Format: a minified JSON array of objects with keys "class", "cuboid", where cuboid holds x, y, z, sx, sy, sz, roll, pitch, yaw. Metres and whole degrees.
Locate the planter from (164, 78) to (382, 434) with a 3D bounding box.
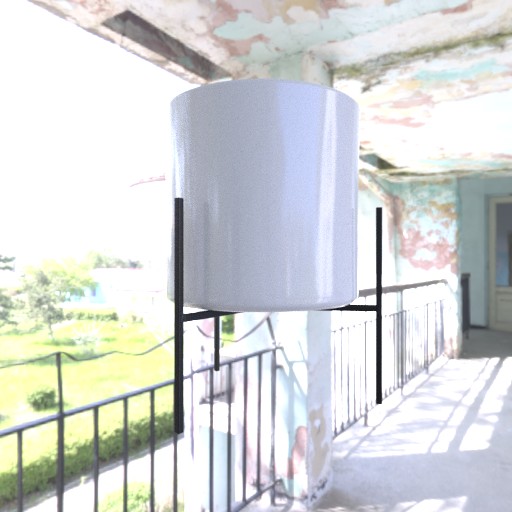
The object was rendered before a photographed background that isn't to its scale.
[{"class":"planter","cuboid":[0.000,0.000,0.743,0.360,0.480,0.361,0,0,36]}]
